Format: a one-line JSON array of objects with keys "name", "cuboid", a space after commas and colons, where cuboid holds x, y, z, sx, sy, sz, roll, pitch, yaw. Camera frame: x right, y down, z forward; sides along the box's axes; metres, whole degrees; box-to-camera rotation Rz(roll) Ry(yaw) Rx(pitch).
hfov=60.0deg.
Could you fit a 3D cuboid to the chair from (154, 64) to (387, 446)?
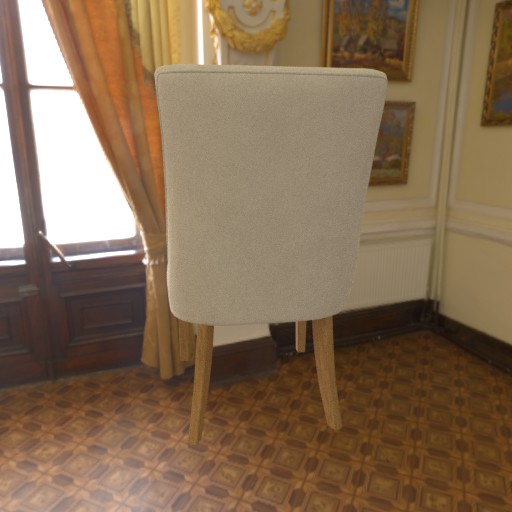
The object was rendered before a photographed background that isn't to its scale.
[{"name": "chair", "cuboid": [0.000, 0.000, 1.227, 0.495, 0.902, 0.610, -2, 15, -9]}]
